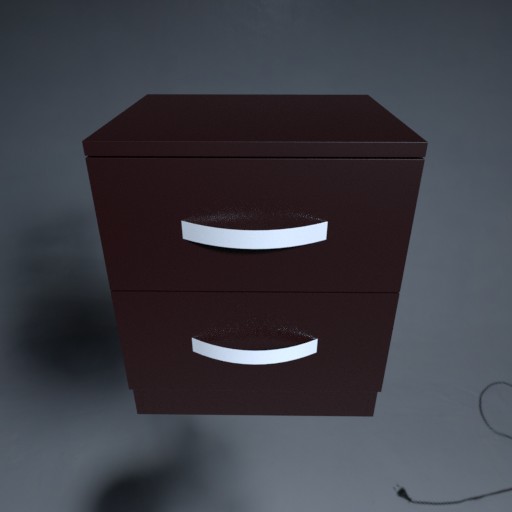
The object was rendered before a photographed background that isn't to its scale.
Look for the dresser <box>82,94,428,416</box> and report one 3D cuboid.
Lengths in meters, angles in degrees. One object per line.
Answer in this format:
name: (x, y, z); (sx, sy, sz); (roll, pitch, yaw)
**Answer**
dresser: (0.000, 0.000, 0.759); (0.400, 0.470, 0.360); (0, 29, 1)
